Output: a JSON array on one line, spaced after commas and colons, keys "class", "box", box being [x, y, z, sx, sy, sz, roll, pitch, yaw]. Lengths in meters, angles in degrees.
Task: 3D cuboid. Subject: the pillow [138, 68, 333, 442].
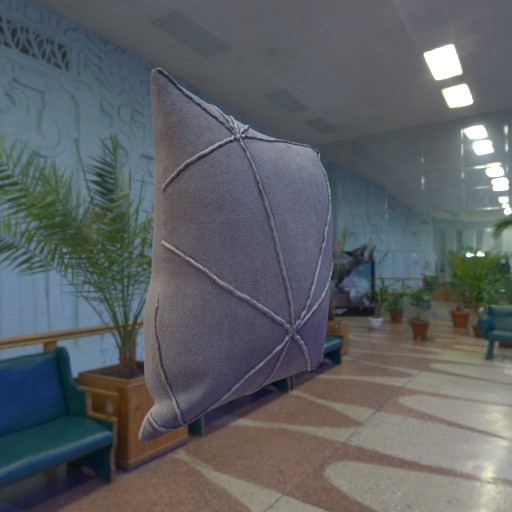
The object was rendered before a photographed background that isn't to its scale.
[{"class": "pillow", "box": [0.000, 0.000, 0.688, 0.185, 0.440, 0.439, -1, -1, 35]}]
